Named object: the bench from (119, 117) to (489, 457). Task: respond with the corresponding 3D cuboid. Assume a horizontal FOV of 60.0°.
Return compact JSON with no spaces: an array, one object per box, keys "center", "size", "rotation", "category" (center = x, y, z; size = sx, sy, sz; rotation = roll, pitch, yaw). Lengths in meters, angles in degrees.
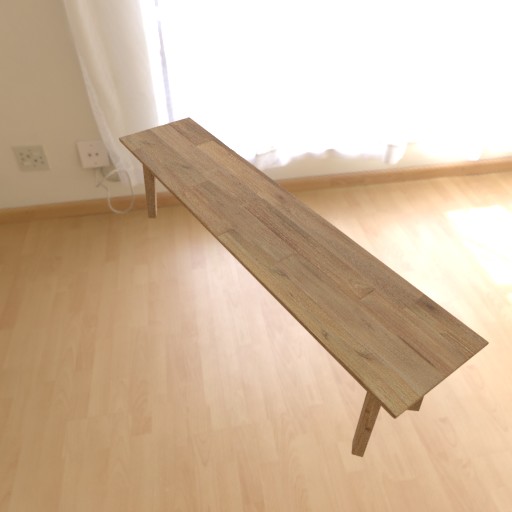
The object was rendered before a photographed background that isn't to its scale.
[{"center":[0.000,0.000,1.798],"size":[0.378,0.431,1.698],"rotation":[-26,49,-25],"category":"bench"}]
